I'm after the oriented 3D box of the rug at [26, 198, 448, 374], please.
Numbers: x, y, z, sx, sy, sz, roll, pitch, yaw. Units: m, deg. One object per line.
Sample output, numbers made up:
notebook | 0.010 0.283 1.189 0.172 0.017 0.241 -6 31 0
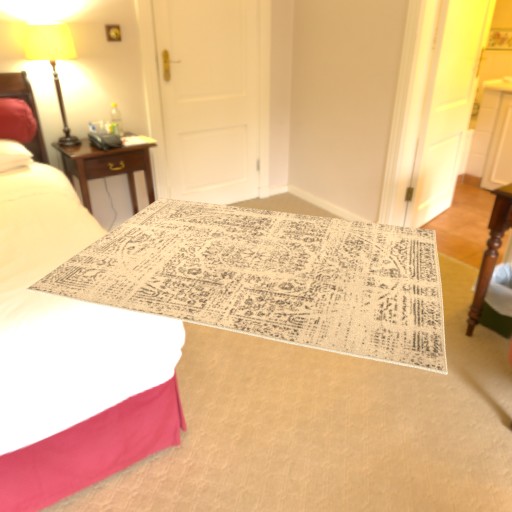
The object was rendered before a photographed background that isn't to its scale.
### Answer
rug | 0.000 0.000 3.105 2.438 0.026 1.706 8 29 16
